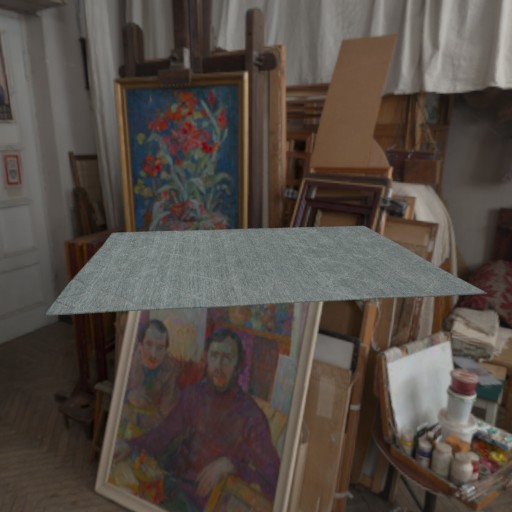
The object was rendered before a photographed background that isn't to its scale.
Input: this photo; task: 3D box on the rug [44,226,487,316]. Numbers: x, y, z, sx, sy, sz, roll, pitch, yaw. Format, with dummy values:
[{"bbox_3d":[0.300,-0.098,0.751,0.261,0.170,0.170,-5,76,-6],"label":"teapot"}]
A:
[{"bbox_3d":[0.000,0.000,4.137,3.048,0.013,2.438,-2,16,-7],"label":"rug"}]
